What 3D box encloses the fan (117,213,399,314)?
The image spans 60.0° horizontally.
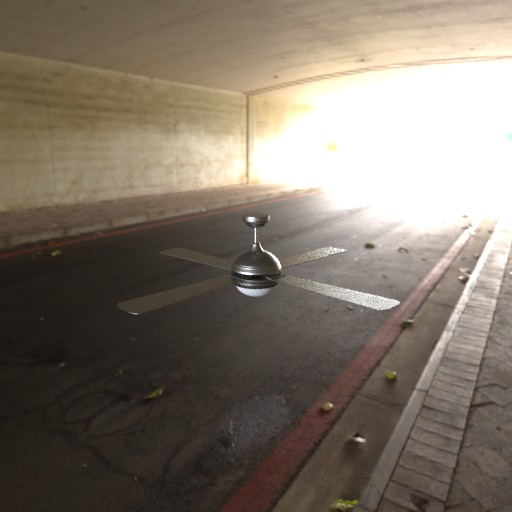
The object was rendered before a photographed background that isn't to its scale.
[{"bbox_3d":[0.000,0.000,2.060,1.321,0.381,1.321,-7,15,-25],"label":"fan"}]
